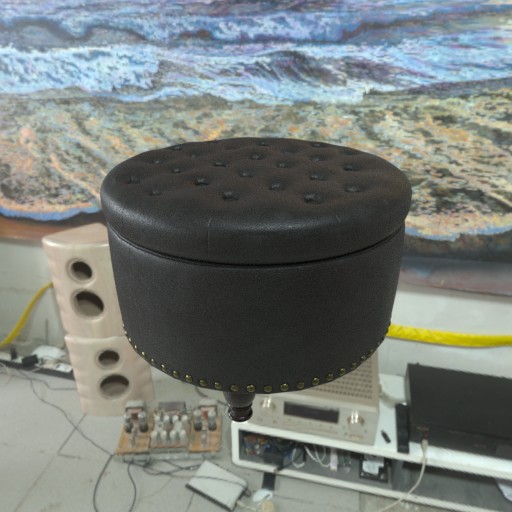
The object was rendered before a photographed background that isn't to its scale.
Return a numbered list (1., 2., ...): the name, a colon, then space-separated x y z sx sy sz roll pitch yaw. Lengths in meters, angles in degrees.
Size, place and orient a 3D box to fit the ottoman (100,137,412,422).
1. ottoman: 0.000 0.000 1.028 0.637 0.442 0.637 0 26 0
